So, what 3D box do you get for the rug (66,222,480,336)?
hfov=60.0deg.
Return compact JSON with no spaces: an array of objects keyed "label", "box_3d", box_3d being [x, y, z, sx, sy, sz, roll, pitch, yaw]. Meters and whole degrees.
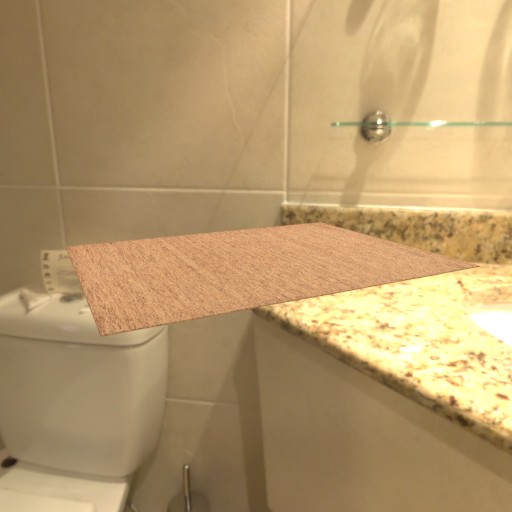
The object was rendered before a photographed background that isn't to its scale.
[{"label":"rug","box_3d":[0.000,0.000,4.262,3.205,0.013,2.448,-7,16,-26]}]
